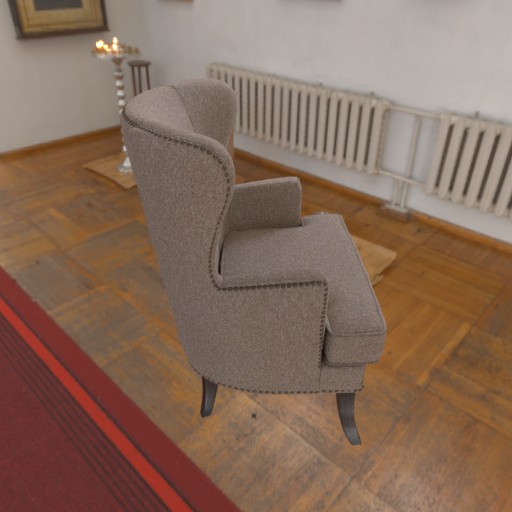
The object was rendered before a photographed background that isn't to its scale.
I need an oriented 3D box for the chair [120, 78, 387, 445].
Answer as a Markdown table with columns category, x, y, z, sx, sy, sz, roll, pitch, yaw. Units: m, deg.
| category | x | y | z | sx | sy | sz | roll | pitch | yaw |
| --- | --- | --- | --- | --- | --- | --- | --- | --- | --- |
| chair | 0.000 | 0.000 | 1.545 | 0.758 | 1.060 | 0.759 | -1 | 32 | -1 |
